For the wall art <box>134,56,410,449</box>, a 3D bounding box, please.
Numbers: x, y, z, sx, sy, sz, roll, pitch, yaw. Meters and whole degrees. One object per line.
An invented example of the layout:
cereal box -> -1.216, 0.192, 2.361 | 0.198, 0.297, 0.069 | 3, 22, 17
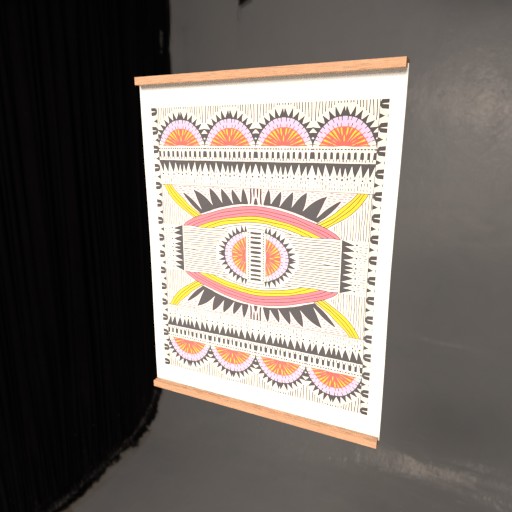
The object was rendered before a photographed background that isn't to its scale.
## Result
wall art -> 0.000, 0.000, 0.673 | 0.403, 0.527, 0.028 | 7, 16, 25
